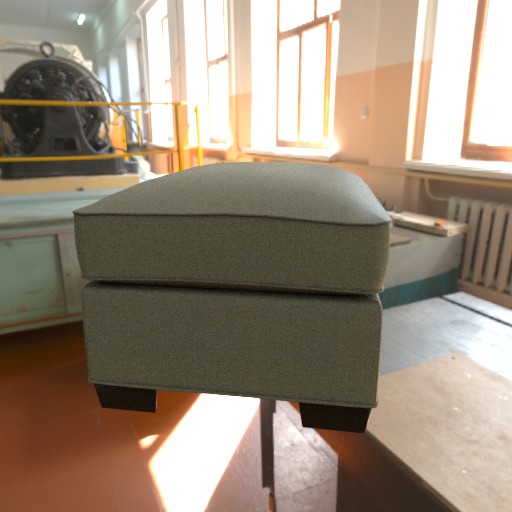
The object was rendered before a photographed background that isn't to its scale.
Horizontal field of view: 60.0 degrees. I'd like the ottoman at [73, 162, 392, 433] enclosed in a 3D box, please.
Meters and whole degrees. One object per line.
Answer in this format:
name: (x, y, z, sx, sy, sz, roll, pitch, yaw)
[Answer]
ottoman: (0.000, 0.000, 1.257, 0.619, 0.504, 0.843, 2, 16, 8)
